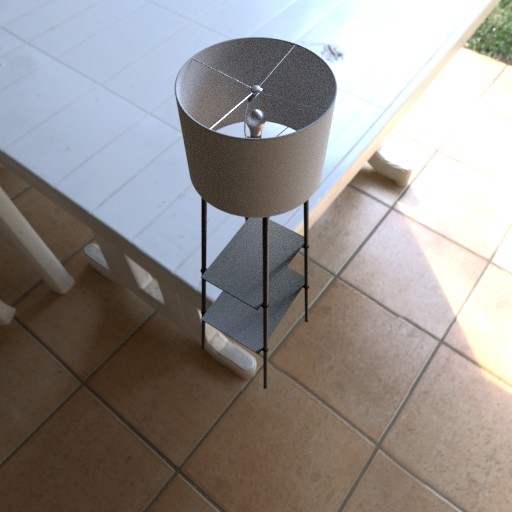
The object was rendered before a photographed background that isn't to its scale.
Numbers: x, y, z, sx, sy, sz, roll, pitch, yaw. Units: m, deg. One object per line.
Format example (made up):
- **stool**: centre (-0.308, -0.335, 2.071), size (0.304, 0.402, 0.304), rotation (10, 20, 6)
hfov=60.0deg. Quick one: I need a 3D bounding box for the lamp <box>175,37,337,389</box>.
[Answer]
- **lamp**: centre (0.000, 0.000, 1.644), size (0.384, 1.474, 0.427), rotation (28, 61, 17)
